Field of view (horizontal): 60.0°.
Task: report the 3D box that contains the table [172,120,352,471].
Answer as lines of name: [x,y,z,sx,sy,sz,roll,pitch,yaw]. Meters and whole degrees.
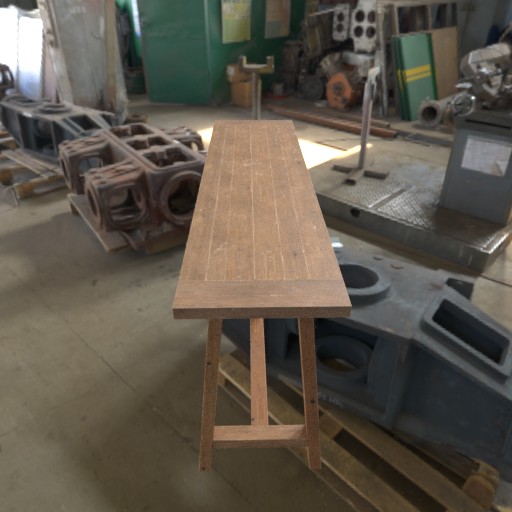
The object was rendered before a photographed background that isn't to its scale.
table: [0.000,0.000,2.124,0.465,0.810,1.800,-1,32,-1]
